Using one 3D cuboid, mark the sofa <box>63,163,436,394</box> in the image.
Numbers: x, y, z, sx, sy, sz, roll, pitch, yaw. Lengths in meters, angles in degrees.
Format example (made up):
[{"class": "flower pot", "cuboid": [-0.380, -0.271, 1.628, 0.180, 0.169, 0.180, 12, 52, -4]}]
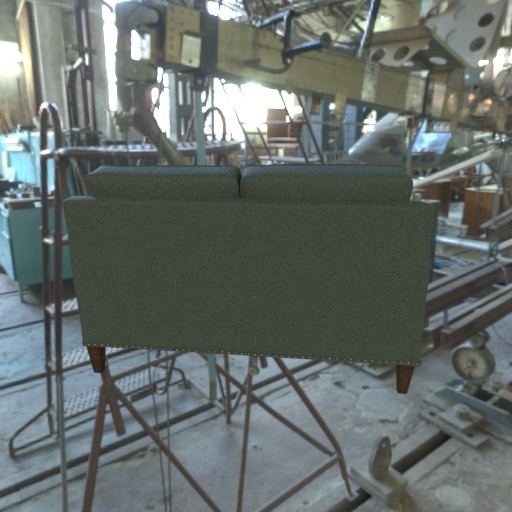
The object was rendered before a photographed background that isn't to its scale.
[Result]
[{"class": "sofa", "cuboid": [0.000, 0.000, 2.353, 1.597, 1.003, 1.084, 2, 15, 7]}]
